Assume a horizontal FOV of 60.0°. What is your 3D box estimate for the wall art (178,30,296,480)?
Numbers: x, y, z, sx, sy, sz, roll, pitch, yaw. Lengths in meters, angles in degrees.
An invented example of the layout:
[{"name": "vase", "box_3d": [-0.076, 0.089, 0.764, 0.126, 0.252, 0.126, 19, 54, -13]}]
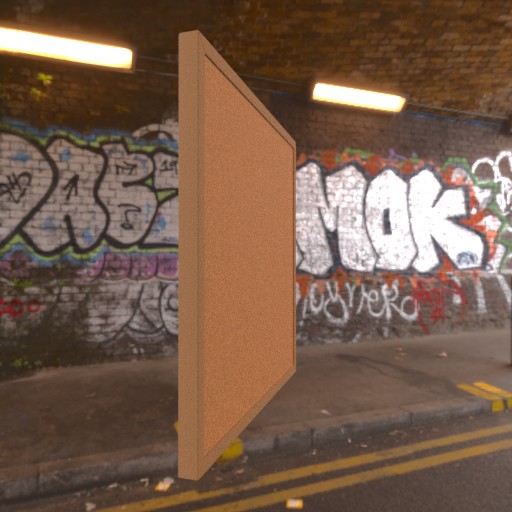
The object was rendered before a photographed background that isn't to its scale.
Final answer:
[{"name": "wall art", "box_3d": [0.000, 0.000, 1.115, 0.037, 0.761, 0.761, 0, 0, 18]}]
